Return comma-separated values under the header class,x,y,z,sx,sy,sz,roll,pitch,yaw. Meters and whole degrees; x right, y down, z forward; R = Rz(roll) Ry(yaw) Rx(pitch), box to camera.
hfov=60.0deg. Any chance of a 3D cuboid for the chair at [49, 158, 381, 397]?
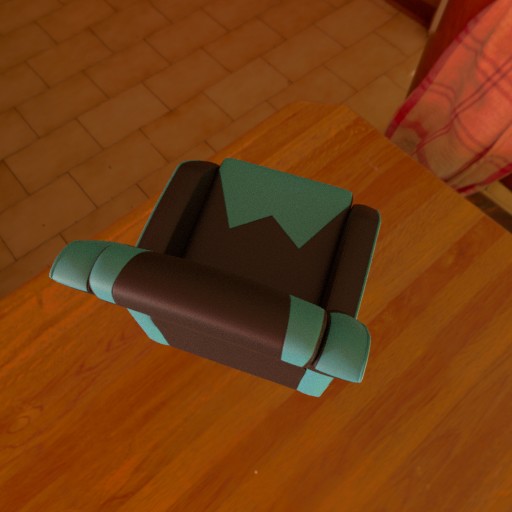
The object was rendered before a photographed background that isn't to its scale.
class,x,y,z,sx,sy,sz,roll,pitch,yaw
chair,0.000,0.000,1.252,0.620,0.805,0.672,17,65,8
